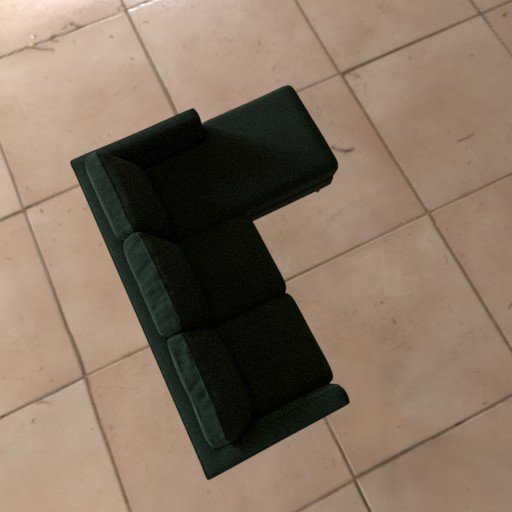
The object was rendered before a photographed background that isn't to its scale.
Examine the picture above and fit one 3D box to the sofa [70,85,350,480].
[{"bbox_3d":[0.000,0.000,2.821,1.580,0.899,2.030,-26,76,-7],"label":"sofa"}]
